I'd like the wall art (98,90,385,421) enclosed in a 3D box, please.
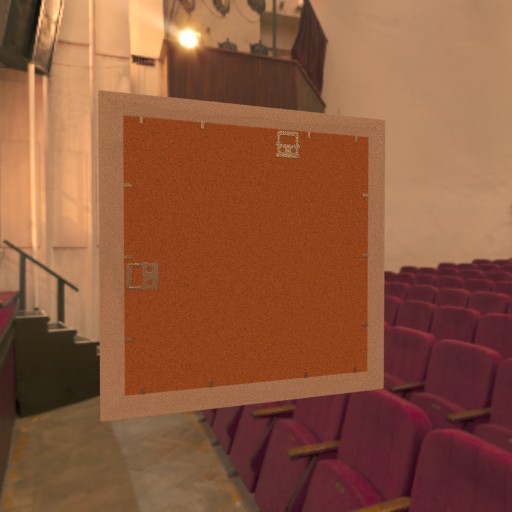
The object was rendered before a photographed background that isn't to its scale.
[{"bbox_3d":[0.000,0.000,0.876,0.584,0.584,0.013,0,1,-18],"label":"wall art"}]
